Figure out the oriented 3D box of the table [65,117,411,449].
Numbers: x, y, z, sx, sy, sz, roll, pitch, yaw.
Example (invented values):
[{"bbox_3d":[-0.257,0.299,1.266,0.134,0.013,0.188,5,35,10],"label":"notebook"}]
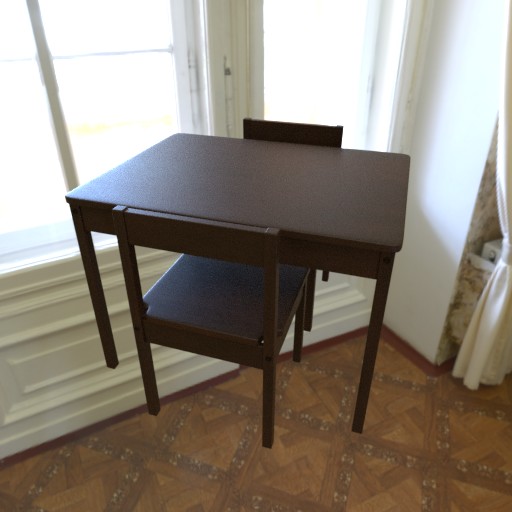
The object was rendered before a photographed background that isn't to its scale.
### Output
[{"bbox_3d":[0.000,0.000,1.098,0.650,0.503,0.672,9,32,16],"label":"table"}]
